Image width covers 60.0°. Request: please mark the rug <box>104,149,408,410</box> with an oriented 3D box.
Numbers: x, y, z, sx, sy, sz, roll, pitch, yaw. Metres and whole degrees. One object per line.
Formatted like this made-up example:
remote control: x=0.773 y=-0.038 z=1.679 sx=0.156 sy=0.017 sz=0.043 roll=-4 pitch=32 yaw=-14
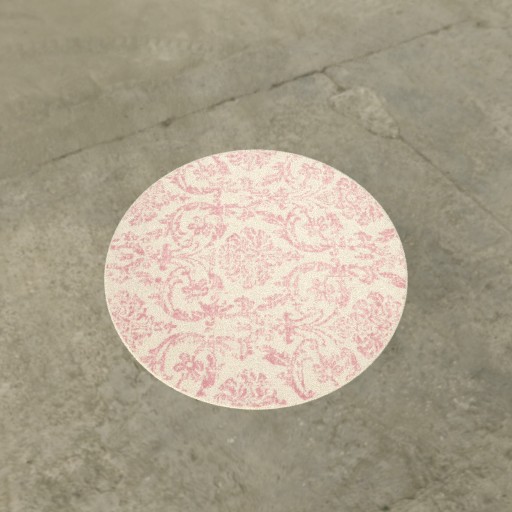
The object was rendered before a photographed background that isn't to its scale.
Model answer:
rug: x=0.000 y=0.000 z=2.366 sx=1.593 sy=0.012 sz=1.593 roll=0 pitch=57 yaw=0
